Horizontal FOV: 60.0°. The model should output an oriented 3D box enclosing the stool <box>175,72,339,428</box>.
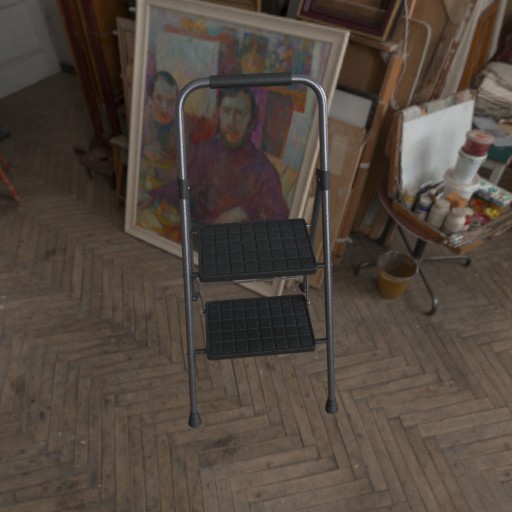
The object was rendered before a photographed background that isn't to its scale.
[{"bbox_3d":[0.000,0.000,1.171,0.450,0.872,0.514,-4,46,-4],"label":"stool"}]
